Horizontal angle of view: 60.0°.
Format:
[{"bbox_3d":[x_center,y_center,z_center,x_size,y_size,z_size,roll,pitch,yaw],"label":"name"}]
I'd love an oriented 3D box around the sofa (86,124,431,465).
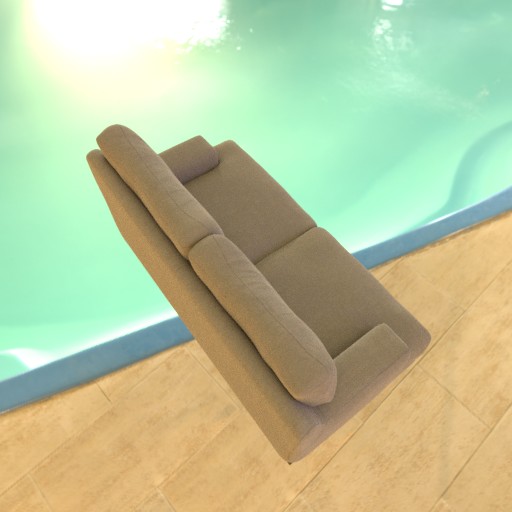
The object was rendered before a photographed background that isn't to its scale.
[{"bbox_3d":[0.000,0.000,2.432,0.962,0.980,1.855,-32,63,-19],"label":"sofa"}]
